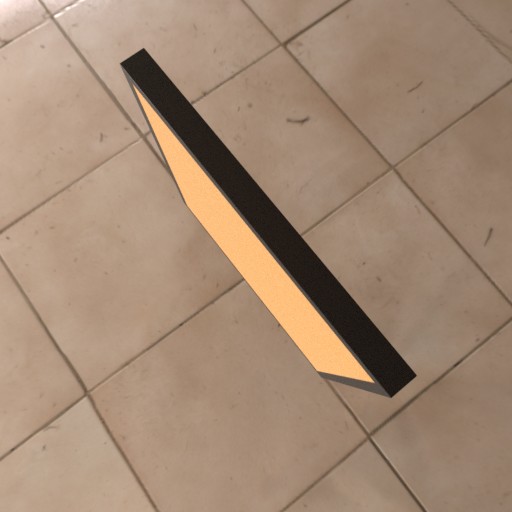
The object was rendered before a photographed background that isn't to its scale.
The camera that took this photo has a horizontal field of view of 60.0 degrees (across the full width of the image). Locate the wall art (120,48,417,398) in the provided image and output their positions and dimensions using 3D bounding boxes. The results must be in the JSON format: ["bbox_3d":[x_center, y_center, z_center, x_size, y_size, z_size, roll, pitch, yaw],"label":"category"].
[{"bbox_3d":[0.000,0.000,0.757,0.037,0.506,0.506,-37,80,-8],"label":"wall art"}]
